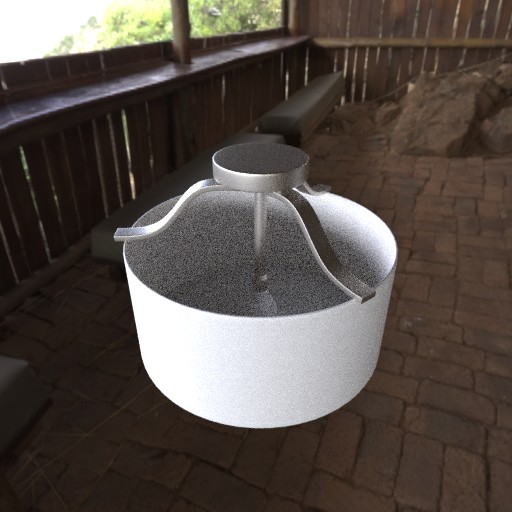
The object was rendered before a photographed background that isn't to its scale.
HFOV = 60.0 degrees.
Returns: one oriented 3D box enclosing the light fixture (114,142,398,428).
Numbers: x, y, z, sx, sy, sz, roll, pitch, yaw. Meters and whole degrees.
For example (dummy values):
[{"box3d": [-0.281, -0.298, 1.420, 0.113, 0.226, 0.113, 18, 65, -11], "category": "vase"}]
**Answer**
[{"box3d": [0.000, 0.000, 0.656, 0.395, 0.304, 0.395, 0, 31, 0], "category": "light fixture"}]
